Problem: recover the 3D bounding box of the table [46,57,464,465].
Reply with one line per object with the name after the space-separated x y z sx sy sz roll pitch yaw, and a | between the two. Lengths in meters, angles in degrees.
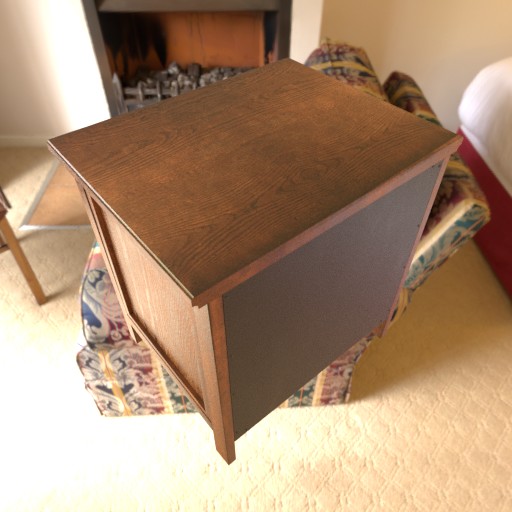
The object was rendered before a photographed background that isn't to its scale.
0.000 0.000 0.997 0.586 0.597 0.461 -31 53 -27 | table
